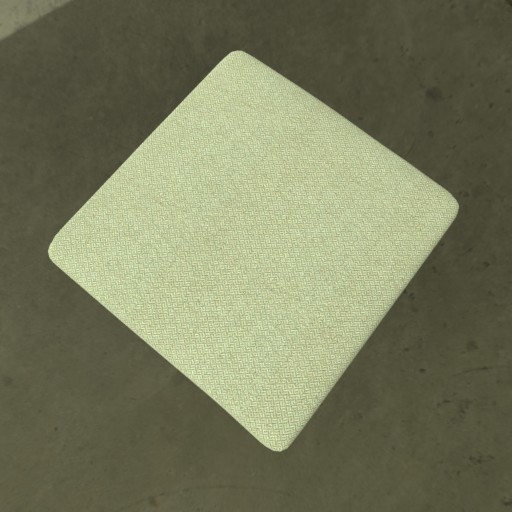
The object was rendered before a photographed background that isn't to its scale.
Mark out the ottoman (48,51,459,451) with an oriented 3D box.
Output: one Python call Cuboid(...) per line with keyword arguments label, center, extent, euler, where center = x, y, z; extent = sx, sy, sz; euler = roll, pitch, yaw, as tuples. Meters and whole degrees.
Cuboid(label="ottoman", center=(0.000, 0.000, 0.920), extent=(0.512, 0.453, 0.521), euler=(38, 79, 9))
